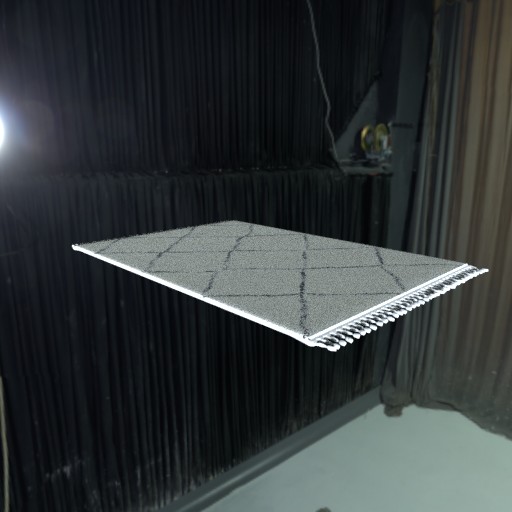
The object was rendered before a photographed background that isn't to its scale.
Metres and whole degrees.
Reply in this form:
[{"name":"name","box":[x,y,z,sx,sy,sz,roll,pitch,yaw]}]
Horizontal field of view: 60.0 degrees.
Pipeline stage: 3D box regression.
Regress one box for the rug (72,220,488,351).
[{"name":"rug","box":[0.000,0.000,2.848,1.494,0.031,2.307,-14,20,-42]}]
